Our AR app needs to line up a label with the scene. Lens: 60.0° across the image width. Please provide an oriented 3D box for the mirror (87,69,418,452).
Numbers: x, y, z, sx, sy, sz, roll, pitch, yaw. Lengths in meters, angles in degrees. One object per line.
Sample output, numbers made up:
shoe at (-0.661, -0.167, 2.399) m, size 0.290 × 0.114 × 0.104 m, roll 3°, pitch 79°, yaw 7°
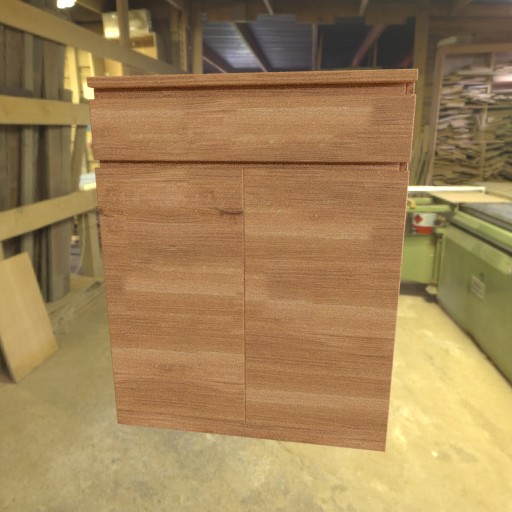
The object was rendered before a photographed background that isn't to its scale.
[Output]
mirror at (0.000, 0.000, 1.368) m, size 0.800 × 1.000 × 0.400 m, roll 2°, pitch 15°, yaw 9°
